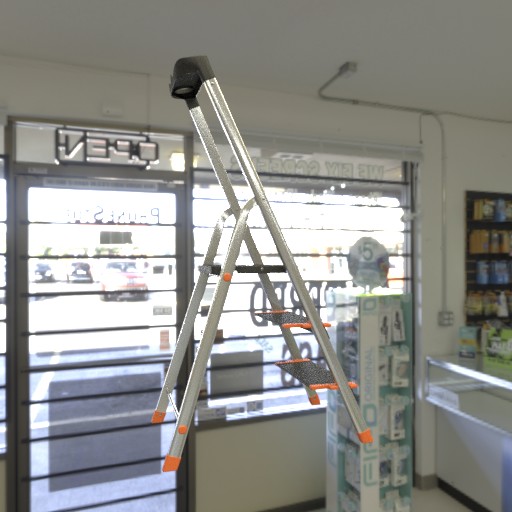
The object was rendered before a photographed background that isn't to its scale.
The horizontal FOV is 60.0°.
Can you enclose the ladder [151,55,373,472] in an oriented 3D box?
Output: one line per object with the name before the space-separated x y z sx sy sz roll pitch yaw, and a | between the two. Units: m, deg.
ladder | 0.000 0.000 1.557 0.686 1.229 0.416 0 0 -18
